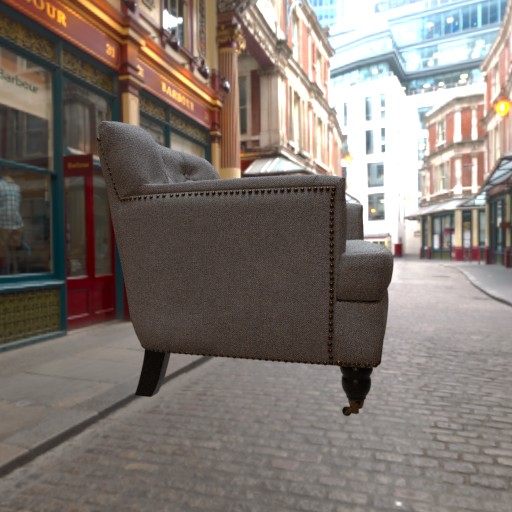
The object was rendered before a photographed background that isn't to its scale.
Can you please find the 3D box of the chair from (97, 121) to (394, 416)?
[{"bbox_3d":[0.000,0.000,1.521,0.902,0.823,0.737,0,1,17],"label":"chair"}]
